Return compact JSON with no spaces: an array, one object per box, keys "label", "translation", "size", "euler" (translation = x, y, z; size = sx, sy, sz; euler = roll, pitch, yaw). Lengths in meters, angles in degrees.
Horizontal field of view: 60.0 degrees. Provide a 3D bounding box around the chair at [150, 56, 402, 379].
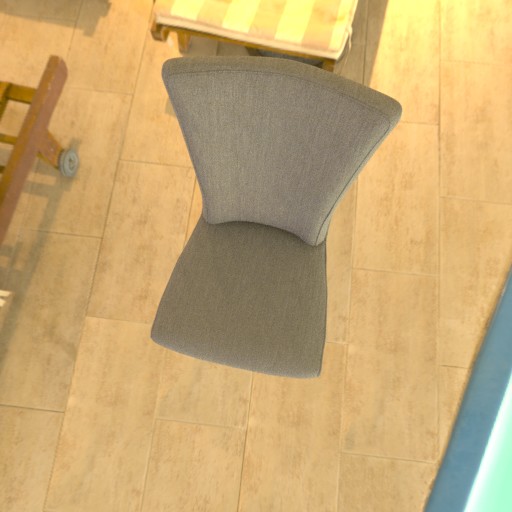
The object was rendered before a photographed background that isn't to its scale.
[{"label":"chair","translation":[0.000,0.000,1.331],"size":[0.520,0.991,0.660],"euler":[12,75,3]}]
